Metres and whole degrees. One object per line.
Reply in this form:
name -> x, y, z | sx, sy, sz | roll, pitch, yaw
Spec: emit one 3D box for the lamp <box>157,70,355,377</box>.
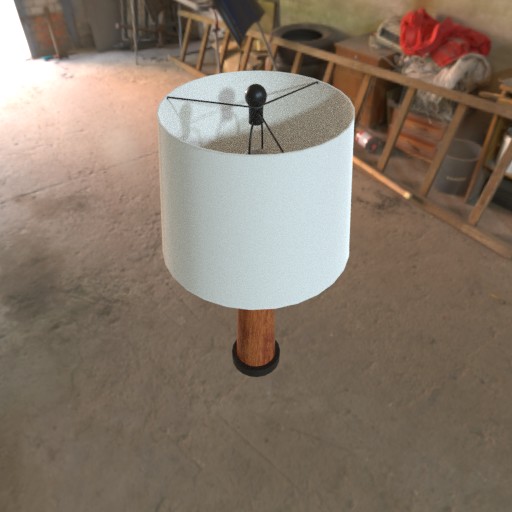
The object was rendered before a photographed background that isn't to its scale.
lamp -> 0.000, 0.000, 0.863 | 0.349, 0.667, 0.349 | 0, 42, 0
